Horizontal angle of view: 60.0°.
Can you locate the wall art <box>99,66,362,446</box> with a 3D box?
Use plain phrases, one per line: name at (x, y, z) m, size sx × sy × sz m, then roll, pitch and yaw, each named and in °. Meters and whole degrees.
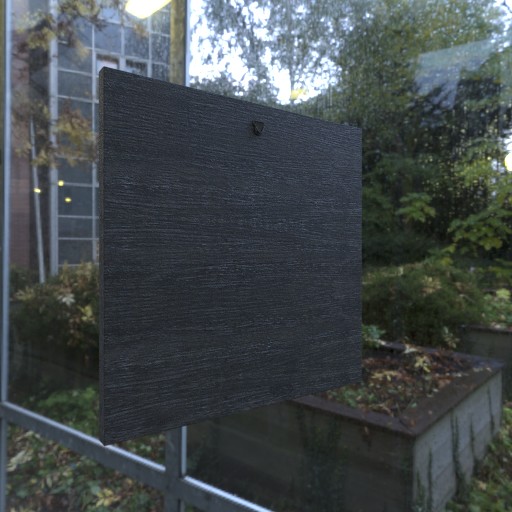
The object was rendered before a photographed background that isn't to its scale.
wall art at (0.000, 0.000, 0.675) m, size 0.462 × 0.459 × 0.027 m, roll 0°, pitch 0°, yaw -36°
